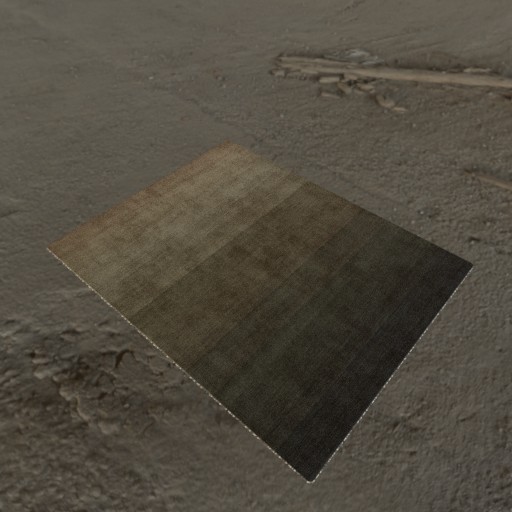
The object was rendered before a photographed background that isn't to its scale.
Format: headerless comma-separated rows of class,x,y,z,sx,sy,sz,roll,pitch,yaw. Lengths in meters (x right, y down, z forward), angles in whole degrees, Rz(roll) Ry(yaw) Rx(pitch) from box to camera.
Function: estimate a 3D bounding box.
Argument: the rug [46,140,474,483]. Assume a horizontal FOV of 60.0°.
rug,0.000,0.000,3.810,2.902,0.017,2.306,33,55,27
